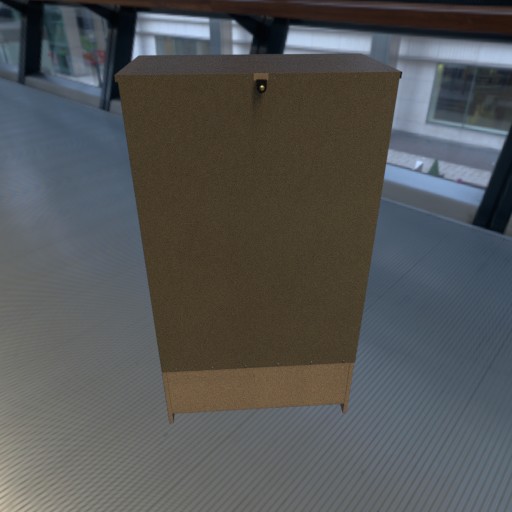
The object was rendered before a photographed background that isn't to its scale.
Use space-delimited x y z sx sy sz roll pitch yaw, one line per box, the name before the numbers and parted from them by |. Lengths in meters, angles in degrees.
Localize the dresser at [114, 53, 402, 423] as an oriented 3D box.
dresser | 0.000 0.000 1.556 0.704 1.254 0.418 -2 31 -4
